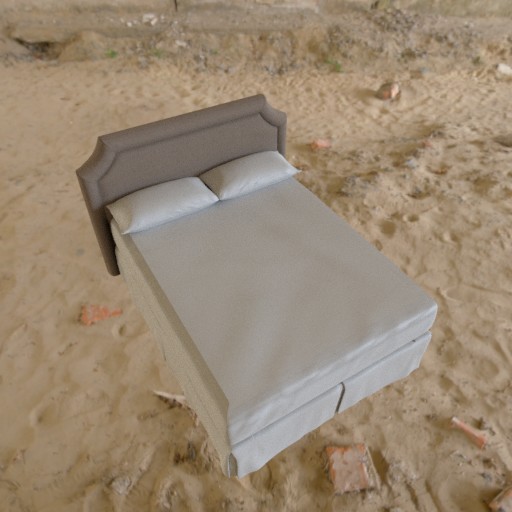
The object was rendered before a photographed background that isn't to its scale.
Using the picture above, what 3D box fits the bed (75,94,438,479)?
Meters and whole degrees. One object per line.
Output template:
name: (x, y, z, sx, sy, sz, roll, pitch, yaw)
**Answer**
bed: (0.000, 0.000, 3.212, 1.828, 1.303, 2.164, -23, 49, -22)
